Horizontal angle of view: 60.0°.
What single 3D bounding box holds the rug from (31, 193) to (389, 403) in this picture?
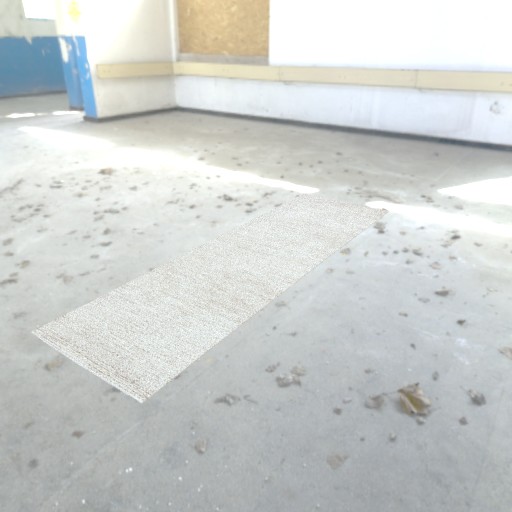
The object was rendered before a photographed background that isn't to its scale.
[{"bbox_3d":[0.000,0.000,2.576,0.712,0.013,2.346,18,31,32],"label":"rug"}]
